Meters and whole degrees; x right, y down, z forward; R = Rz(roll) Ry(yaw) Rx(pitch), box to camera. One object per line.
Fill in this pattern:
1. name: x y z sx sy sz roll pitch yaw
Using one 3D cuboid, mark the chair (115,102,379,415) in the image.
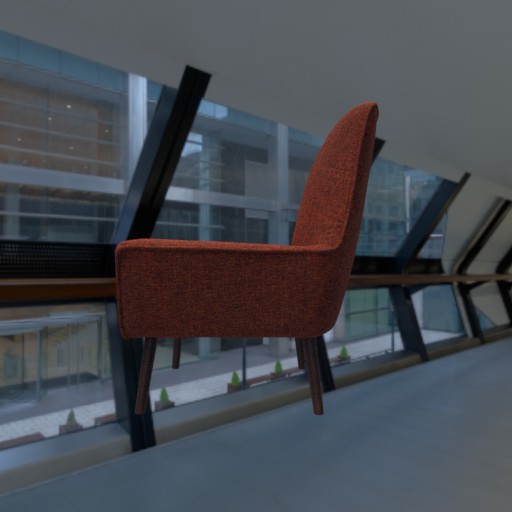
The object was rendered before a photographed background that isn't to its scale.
1. chair: 0.000 0.000 1.544 0.784 0.911 0.803 0 -1 1
